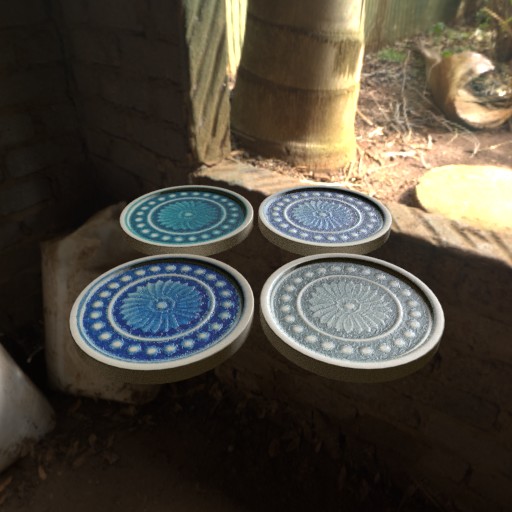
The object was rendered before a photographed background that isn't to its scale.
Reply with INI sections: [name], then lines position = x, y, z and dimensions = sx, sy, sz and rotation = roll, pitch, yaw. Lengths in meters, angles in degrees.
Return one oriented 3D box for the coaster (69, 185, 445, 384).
[coaster]
position = 0.000, 0.000, 0.317
dimensions = 0.220, 0.010, 0.224
rotation = 0, 33, 0
